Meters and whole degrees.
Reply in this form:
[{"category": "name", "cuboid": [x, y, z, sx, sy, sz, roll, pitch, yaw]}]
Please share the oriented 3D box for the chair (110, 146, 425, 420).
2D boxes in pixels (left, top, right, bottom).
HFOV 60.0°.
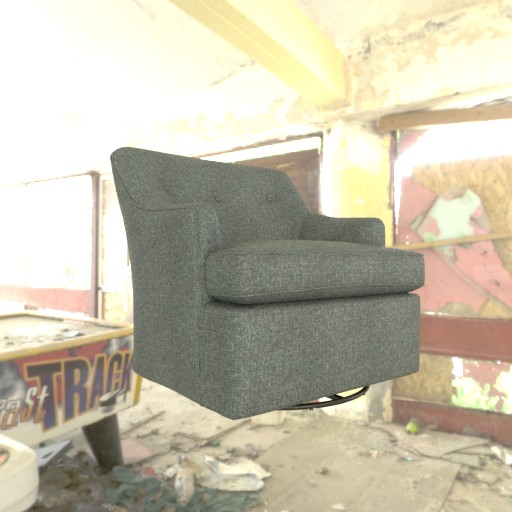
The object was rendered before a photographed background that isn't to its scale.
[{"category": "chair", "cuboid": [0.000, 0.000, 1.619, 0.864, 0.856, 0.923, 0, 0, -37]}]
